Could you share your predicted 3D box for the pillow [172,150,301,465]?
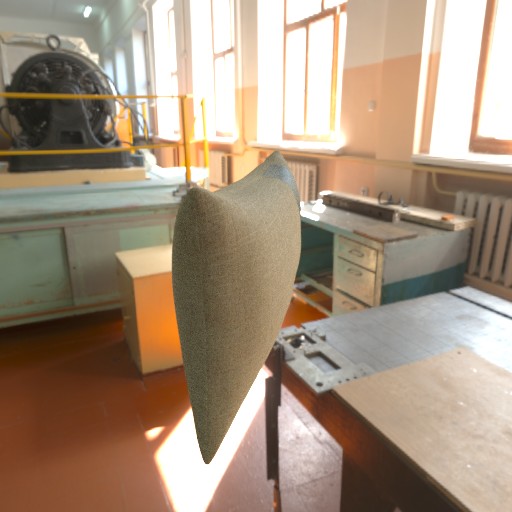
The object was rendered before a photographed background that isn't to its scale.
[{"bbox_3d":[0.000,0.000,1.016,0.197,0.429,0.859,3,17,9],"label":"pillow"}]
